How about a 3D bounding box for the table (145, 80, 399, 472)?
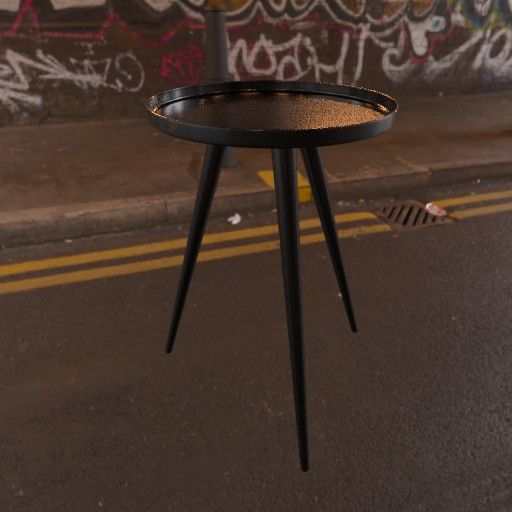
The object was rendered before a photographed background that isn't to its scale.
[{"bbox_3d":[0.000,0.000,0.805,0.415,0.548,0.403,10,31,17],"label":"table"}]
